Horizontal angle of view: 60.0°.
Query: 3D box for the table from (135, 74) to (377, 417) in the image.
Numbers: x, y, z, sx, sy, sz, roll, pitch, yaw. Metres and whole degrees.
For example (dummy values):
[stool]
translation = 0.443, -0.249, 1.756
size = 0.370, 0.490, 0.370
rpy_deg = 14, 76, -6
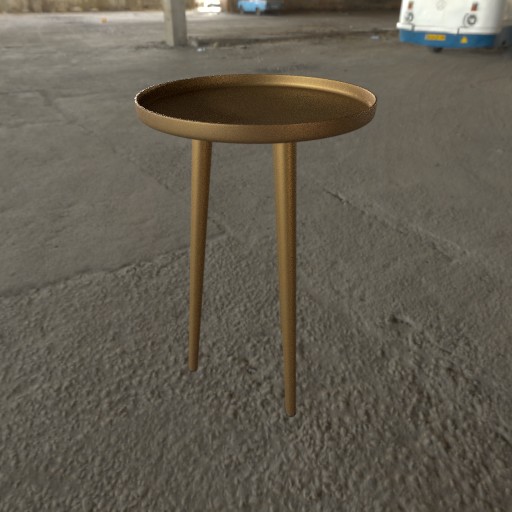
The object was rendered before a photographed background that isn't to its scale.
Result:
[table]
translation = 0.000, 0.000, 0.685
size = 0.299, 0.480, 0.299
rpy_deg = -19, 36, -28
